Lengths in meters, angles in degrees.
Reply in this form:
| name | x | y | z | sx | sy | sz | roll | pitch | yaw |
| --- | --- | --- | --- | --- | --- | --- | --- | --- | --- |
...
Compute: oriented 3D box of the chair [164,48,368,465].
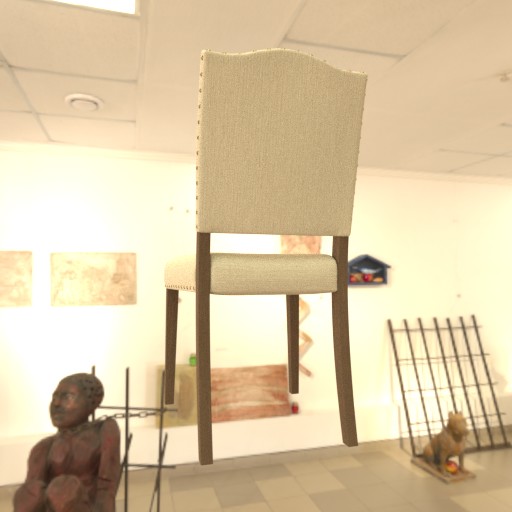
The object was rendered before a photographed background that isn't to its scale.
| name | x | y | z | sx | sy | sz | roll | pitch | yaw |
| --- | --- | --- | --- | --- | --- | --- | --- | --- | --- |
| chair | 0.000 | 0.000 | 1.363 | 0.508 | 1.015 | 0.619 | 1 | -2 | -16 |
